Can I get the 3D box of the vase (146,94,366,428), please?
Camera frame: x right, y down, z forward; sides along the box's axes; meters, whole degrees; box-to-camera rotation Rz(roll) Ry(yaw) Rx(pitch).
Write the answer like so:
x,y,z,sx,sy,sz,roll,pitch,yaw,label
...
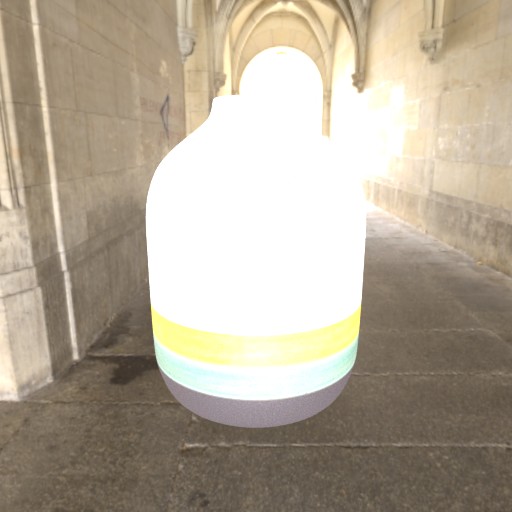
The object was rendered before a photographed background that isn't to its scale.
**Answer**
x,y,z,sx,sy,sz,roll,pitch,yaw,label
0.000,0.000,0.358,0.169,0.240,0.169,0,14,0,vase
